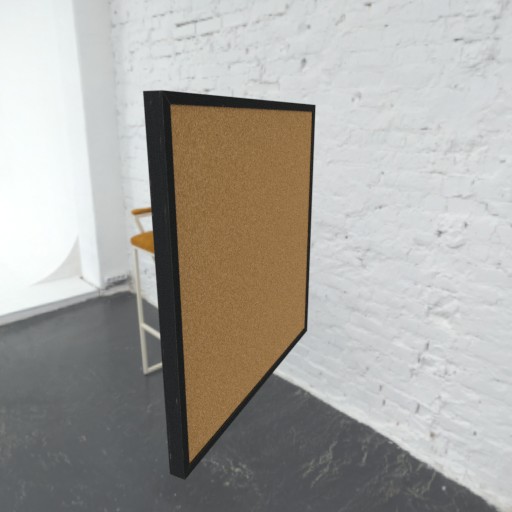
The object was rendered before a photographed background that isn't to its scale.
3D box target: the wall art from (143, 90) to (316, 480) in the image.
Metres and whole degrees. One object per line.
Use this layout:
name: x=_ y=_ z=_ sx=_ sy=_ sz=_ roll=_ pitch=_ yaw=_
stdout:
wall art: x=0.000 y=0.000 z=1.145 sx=0.037 sy=0.761 sz=0.761 roll=8 pitch=19 yaw=25
